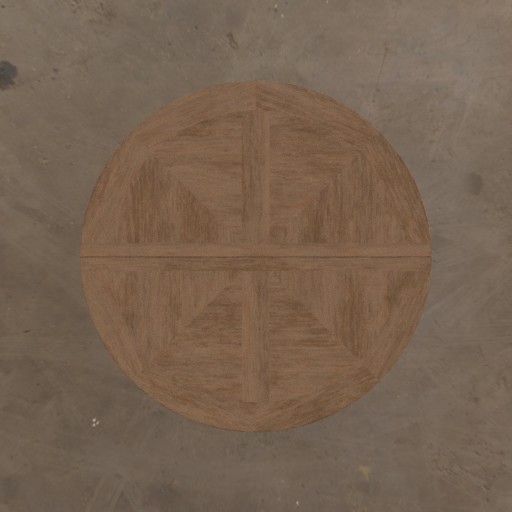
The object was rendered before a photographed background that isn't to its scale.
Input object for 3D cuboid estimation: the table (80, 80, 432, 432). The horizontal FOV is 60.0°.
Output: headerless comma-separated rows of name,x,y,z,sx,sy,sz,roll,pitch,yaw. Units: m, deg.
table,0.000,0.000,2.042,1.319,0.762,1.319,0,91,0
